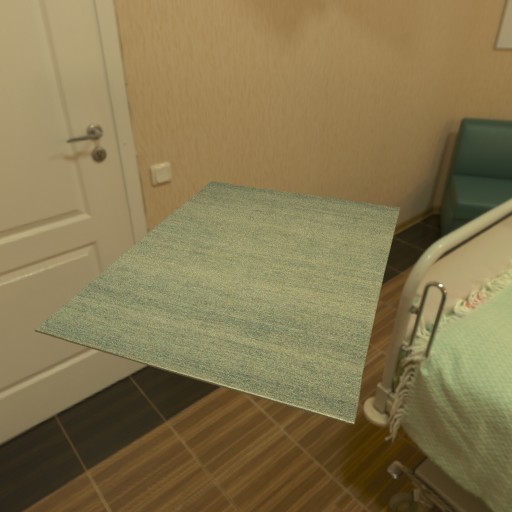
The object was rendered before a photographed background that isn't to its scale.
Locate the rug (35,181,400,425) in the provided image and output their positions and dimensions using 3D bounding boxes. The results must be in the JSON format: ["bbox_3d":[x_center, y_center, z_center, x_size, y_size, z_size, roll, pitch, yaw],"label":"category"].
[{"bbox_3d":[0.000,0.000,4.330,2.461,0.046,3.237,11,33,17],"label":"rug"}]
